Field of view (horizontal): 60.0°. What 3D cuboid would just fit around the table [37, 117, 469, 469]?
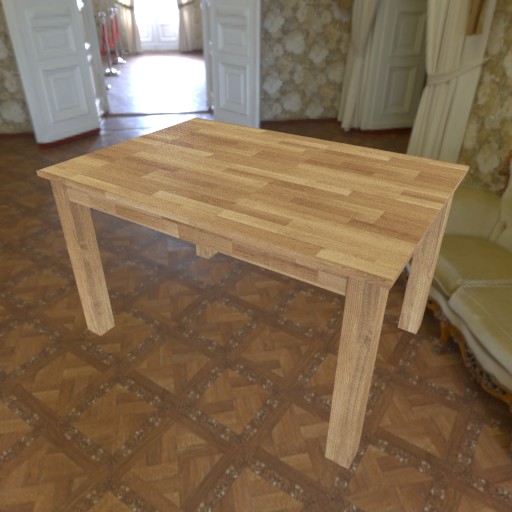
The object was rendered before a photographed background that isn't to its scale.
[{"bbox_3d":[0.000,0.000,1.812,1.300,0.750,0.900,19,36,28],"label":"table"}]
